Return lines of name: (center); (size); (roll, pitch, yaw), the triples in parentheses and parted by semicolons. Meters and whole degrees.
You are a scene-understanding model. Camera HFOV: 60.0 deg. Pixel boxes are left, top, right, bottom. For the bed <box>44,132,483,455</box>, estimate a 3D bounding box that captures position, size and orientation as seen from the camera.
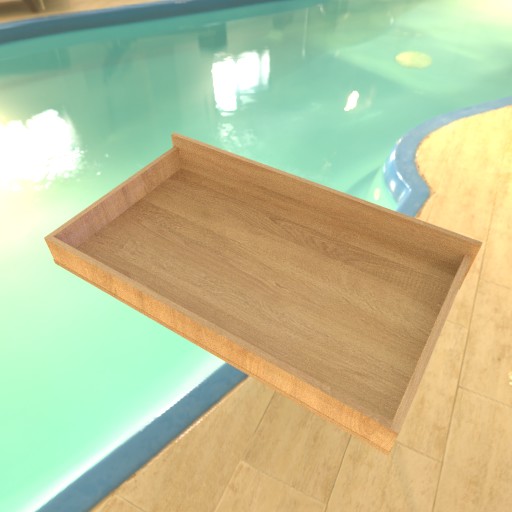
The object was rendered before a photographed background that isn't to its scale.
bed: (0.000, 0.000, 1.440); (1.200, 0.209, 0.685); (24, 50, 22)
